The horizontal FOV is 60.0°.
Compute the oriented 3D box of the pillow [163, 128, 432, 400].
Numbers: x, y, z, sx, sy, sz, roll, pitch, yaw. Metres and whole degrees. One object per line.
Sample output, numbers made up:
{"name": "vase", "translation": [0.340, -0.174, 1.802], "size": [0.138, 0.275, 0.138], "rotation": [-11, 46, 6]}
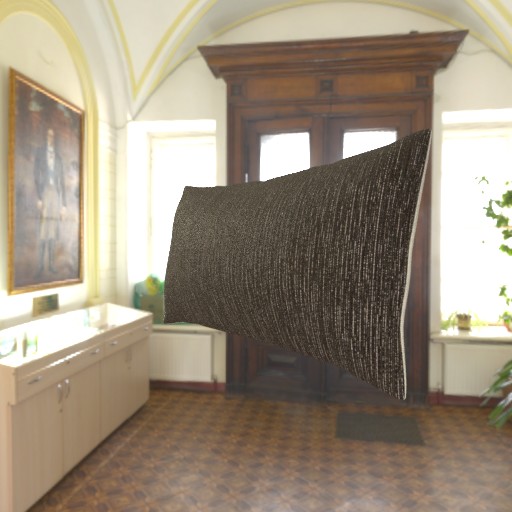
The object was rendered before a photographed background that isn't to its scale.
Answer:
{"name": "pillow", "translation": [0.000, 0.000, 0.739], "size": [0.156, 0.305, 0.608], "rotation": [-1, 1, -37]}
